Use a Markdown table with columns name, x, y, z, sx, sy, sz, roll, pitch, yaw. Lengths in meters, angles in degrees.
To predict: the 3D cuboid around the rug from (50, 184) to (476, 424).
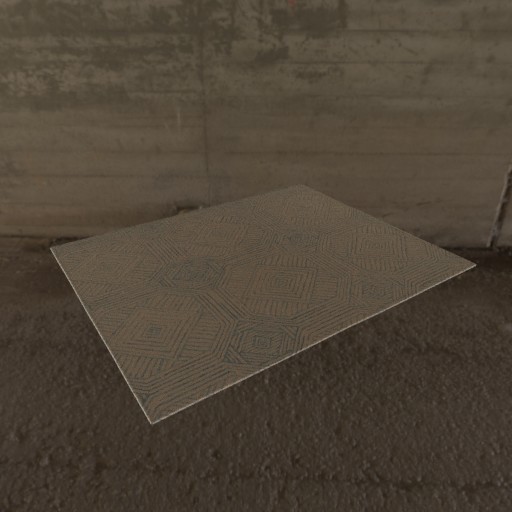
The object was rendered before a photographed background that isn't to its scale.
| name | x | y | z | sx | sy | sz | roll | pitch | yaw |
| --- | --- | --- | --- | --- | --- | --- | --- | --- | --- |
| rug | 0.000 | 0.000 | 4.054 | 3.049 | 0.015 | 2.457 | -18 | 34 | -29 |
